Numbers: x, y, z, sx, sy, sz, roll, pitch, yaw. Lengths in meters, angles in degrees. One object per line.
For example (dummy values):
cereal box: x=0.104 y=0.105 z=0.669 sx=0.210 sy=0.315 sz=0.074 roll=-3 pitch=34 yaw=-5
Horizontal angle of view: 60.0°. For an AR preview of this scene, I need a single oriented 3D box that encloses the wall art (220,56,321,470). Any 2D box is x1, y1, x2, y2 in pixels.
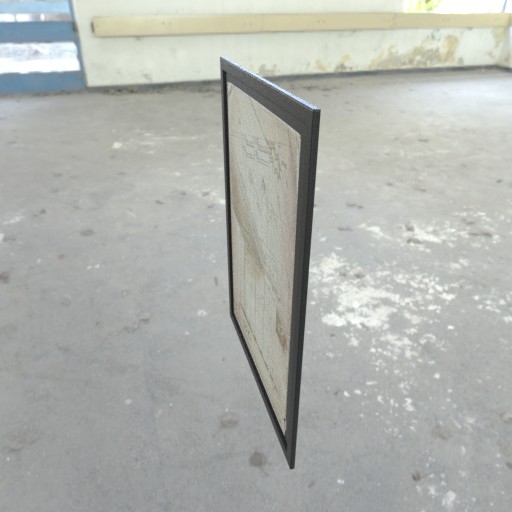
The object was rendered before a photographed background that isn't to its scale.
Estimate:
wall art: x=0.000 y=0.000 z=1.267 sx=0.013 sy=0.967 sz=0.707 roll=-9 pitch=32 yaw=-14
